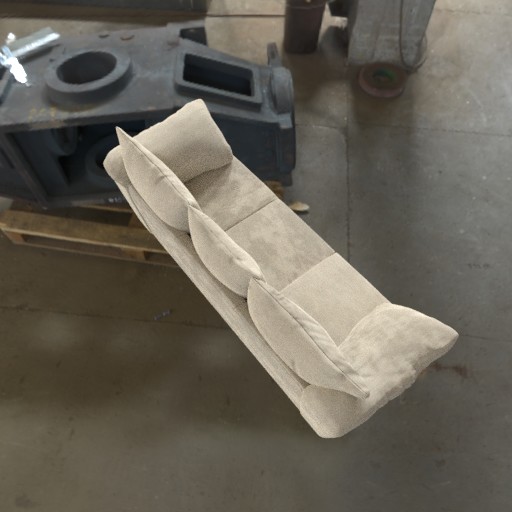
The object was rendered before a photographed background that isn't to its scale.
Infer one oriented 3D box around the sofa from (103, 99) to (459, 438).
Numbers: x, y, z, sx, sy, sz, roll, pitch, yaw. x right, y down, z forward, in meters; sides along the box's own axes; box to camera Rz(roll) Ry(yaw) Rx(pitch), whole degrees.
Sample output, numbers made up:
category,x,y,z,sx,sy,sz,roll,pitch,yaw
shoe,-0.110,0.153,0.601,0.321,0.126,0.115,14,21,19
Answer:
category,x,y,z,sx,sy,sz,roll,pitch,yaw
sofa,0.000,0.000,2.880,0.893,0.981,2.377,-35,65,-19
